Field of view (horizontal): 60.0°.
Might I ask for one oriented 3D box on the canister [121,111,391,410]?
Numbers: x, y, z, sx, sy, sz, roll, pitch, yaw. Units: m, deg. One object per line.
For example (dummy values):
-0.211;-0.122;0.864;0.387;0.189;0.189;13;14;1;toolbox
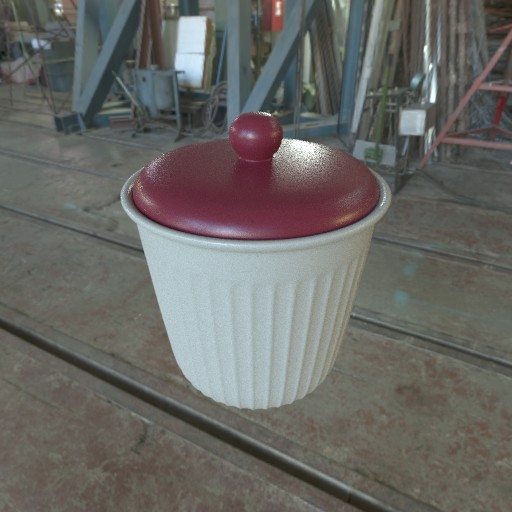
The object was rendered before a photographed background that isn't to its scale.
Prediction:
0.000;0.000;0.335;0.181;0.211;0.181;0;30;0;canister
